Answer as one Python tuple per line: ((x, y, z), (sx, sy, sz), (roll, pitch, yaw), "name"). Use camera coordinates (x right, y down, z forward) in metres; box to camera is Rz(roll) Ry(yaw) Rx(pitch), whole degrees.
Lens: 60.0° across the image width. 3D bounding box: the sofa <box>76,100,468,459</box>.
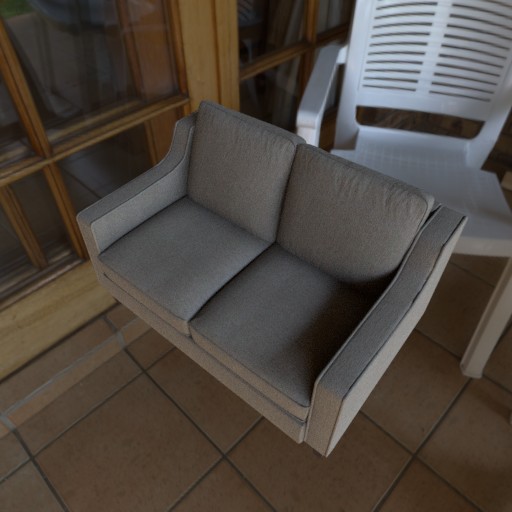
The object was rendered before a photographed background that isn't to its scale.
((0.000, 0.000, 2.152), (1.503, 0.981, 0.985), (30, 53, 26), "sofa")
